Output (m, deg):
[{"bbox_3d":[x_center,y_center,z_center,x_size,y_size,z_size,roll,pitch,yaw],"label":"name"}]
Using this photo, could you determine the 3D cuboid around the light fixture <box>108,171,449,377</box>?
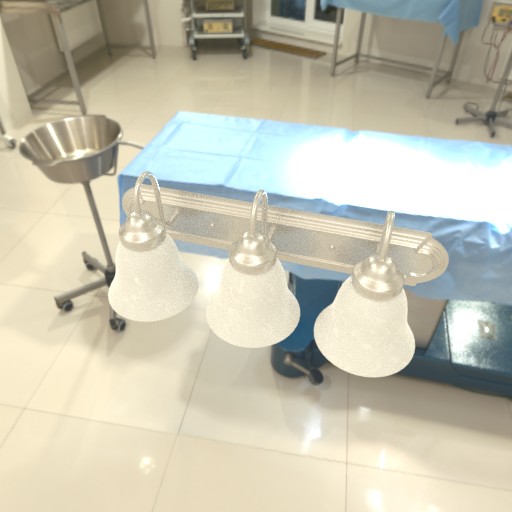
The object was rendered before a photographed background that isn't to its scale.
[{"bbox_3d":[0.000,0.000,0.719,0.610,0.222,0.199,11,42,13],"label":"light fixture"}]
